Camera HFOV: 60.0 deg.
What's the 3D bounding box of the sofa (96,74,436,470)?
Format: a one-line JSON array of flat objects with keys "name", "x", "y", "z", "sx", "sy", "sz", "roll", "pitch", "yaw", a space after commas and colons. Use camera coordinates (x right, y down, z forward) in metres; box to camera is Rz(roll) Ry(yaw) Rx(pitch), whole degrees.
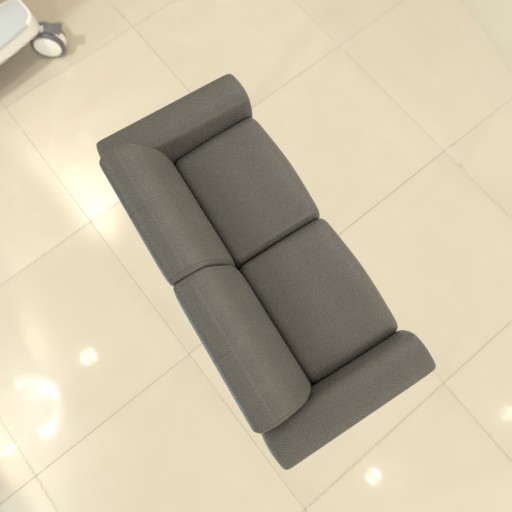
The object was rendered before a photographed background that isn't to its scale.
[{"name": "sofa", "x": 0.000, "y": 0.000, "z": 2.362, "sx": 0.900, "sy": 0.772, "sz": 1.901, "roll": -31, "pitch": 77, "yaw": -8}]
